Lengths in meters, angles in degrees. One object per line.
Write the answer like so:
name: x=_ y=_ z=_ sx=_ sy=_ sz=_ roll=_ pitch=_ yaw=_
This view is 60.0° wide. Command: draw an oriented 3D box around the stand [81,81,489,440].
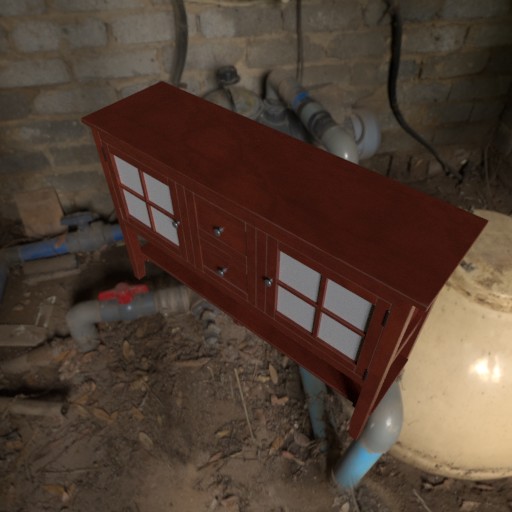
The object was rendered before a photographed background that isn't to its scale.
stand: x=0.000 y=0.000 z=1.751 sx=1.362 sy=0.872 sz=0.410 roll=31 pitch=54 yaw=26
